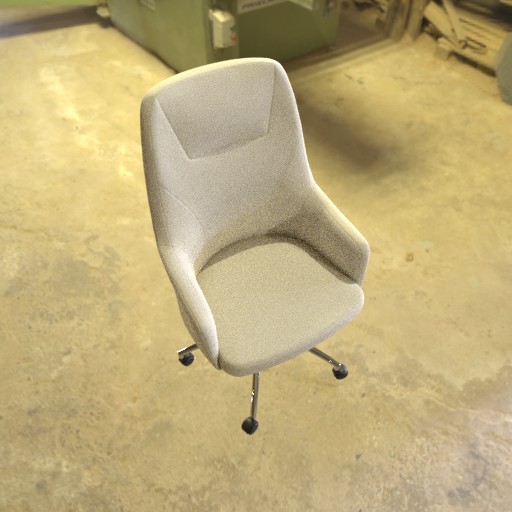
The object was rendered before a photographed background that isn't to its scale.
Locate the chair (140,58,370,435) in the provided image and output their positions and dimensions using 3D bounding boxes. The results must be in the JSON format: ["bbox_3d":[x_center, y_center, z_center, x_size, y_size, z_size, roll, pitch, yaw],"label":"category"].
[{"bbox_3d":[0.000,0.000,1.443,0.620,1.049,0.640,-24,52,-21],"label":"chair"}]
